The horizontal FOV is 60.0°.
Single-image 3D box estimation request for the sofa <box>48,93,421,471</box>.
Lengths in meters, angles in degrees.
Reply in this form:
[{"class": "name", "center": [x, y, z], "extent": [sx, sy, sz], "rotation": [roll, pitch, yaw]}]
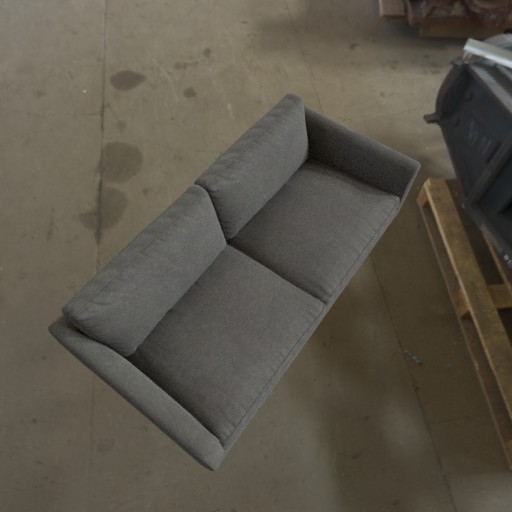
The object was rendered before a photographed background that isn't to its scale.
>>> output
[{"class": "sofa", "center": [0.000, 0.000, 2.801], "extent": [1.092, 0.838, 2.257], "rotation": [32, 64, 18]}]
